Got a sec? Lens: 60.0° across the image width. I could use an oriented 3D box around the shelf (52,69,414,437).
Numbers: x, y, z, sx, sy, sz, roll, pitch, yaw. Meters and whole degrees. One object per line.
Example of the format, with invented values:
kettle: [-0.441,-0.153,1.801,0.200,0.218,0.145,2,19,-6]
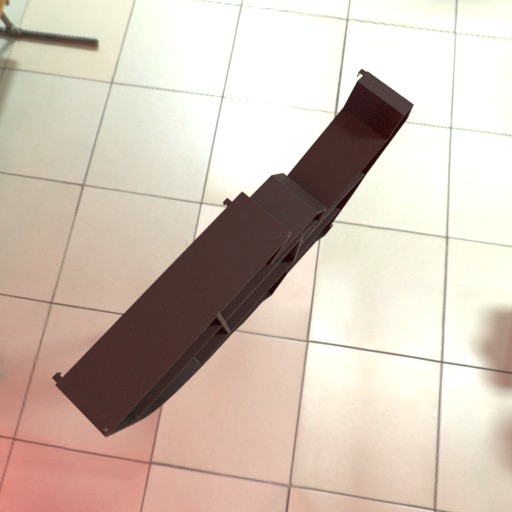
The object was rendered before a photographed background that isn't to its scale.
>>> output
shelf: [0.000,0.000,0.882,0.112,0.439,0.729,41,79,10]
